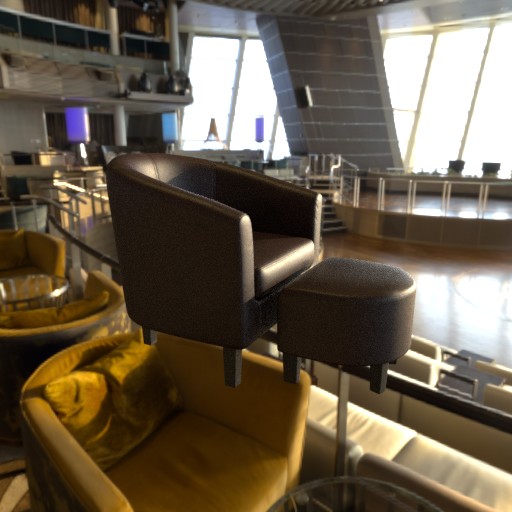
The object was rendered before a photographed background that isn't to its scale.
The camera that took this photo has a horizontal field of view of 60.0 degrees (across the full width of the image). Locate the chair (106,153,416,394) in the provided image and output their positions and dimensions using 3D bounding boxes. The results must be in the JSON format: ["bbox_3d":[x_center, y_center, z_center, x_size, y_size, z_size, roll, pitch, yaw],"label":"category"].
[{"bbox_3d":[0.000,0.000,1.699,1.176,0.755,0.737,8,16,27],"label":"chair"}]
